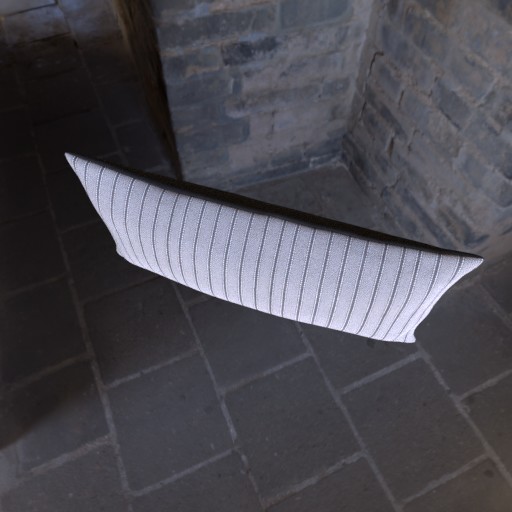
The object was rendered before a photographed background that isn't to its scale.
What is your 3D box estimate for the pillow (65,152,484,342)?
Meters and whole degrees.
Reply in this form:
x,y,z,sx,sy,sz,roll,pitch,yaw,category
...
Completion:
x,y,z,sx,sy,sz,roll,pitch,yaw,category
0.000,0.000,0.737,0.609,0.305,0.151,16,59,10,pillow
